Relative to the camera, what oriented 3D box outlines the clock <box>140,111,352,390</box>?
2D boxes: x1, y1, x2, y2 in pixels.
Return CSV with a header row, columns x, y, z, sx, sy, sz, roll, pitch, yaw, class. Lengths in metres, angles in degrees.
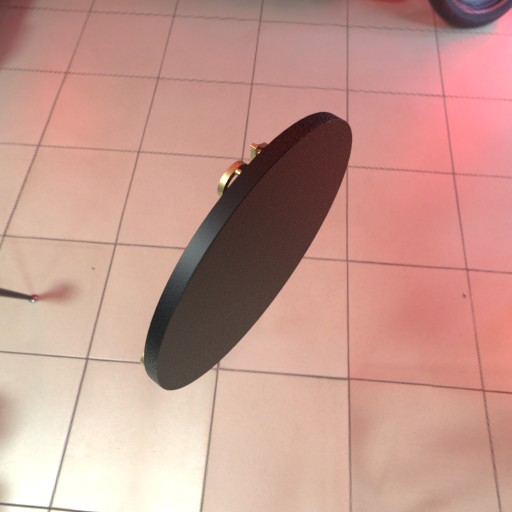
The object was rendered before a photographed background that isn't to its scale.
x,y,z,sx,sy,sz,roll,pitch,yaw,class
0.000,0.000,0.663,0.038,0.454,0.454,34,69,16,clock
